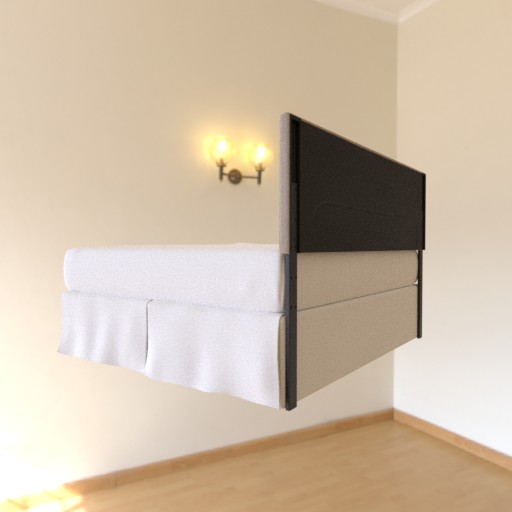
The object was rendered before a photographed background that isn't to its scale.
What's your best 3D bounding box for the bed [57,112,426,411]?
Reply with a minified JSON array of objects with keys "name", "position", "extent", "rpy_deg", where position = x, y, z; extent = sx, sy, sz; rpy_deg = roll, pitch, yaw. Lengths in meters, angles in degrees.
[{"name":"bed","position":[0.000,0.000,3.368],"extent":[1.914,1.346,2.170],"rpy_deg":[1,2,37]}]
